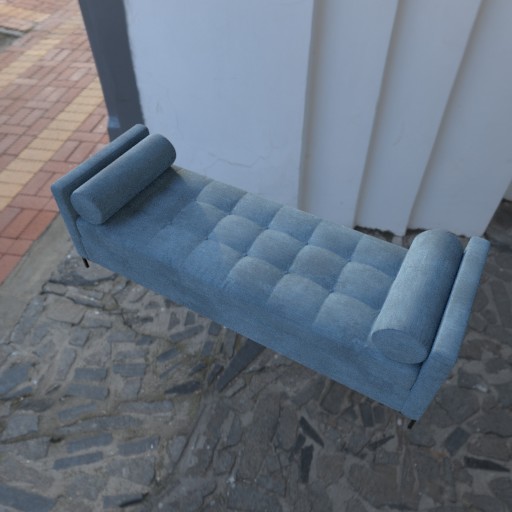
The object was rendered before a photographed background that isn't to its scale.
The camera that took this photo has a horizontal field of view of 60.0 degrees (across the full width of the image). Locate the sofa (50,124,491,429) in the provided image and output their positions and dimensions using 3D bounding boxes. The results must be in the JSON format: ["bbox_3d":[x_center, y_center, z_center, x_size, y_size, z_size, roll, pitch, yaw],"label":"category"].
[{"bbox_3d":[0.000,0.000,2.279,1.981,0.635,0.686,23,51,20],"label":"sofa"}]
